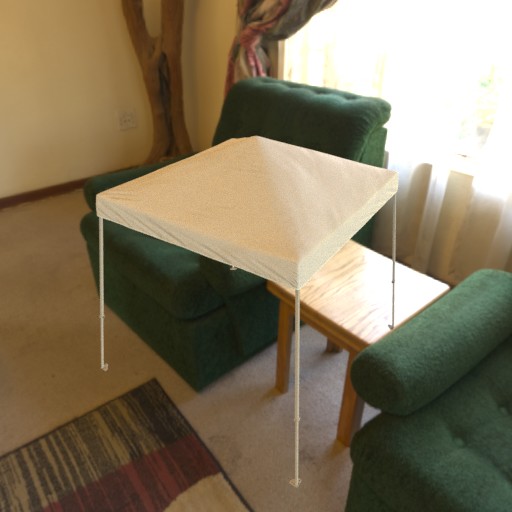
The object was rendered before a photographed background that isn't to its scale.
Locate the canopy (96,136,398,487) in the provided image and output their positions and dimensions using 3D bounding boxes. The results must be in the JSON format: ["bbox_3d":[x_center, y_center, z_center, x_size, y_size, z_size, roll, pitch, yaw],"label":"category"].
[{"bbox_3d":[0.000,0.000,6.615,3.600,3.600,3.599,19,36,28],"label":"canopy"}]
